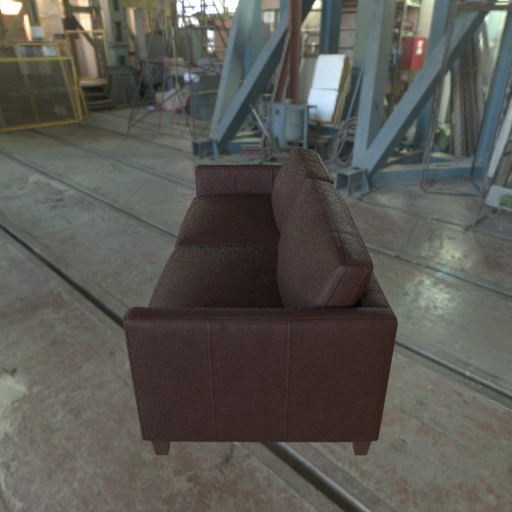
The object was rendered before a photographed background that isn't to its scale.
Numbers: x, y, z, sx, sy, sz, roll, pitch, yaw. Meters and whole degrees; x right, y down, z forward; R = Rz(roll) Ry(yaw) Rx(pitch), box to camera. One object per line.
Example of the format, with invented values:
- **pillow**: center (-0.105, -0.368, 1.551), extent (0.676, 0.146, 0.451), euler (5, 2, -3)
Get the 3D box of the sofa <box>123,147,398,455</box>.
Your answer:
- **sofa**: center (0.000, 0.000, 2.385), extent (0.923, 0.863, 1.971), euler (0, 26, 0)
